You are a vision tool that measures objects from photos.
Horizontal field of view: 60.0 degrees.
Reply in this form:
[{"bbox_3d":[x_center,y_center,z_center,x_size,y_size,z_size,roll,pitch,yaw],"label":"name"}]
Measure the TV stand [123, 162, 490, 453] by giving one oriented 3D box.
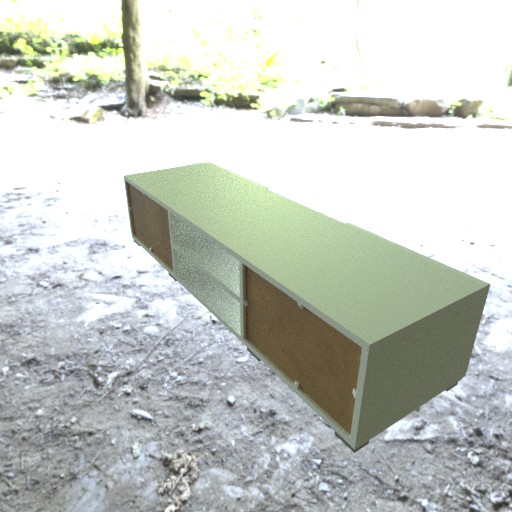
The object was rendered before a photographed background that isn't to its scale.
[{"bbox_3d":[0.000,0.000,1.550,0.420,0.310,1.400,-17,31,-30],"label":"TV stand"}]
